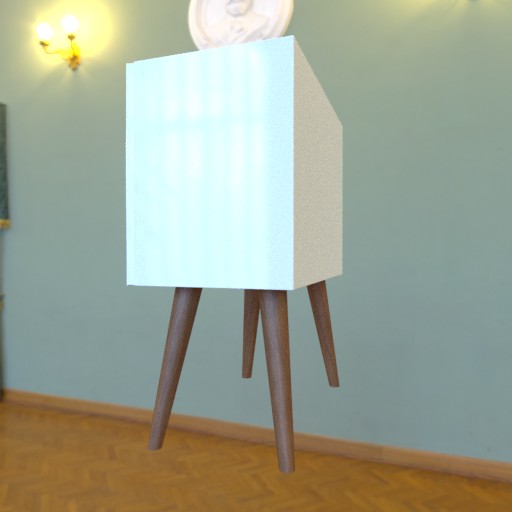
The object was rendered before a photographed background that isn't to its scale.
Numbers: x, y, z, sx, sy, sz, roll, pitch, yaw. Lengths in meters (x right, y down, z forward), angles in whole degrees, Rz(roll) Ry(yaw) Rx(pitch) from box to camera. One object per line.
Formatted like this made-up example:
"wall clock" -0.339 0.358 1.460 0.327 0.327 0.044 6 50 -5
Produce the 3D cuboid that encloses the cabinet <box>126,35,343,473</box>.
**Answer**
"cabinet" 0.000 0.000 1.106 0.344 0.772 0.591 0 1 19
